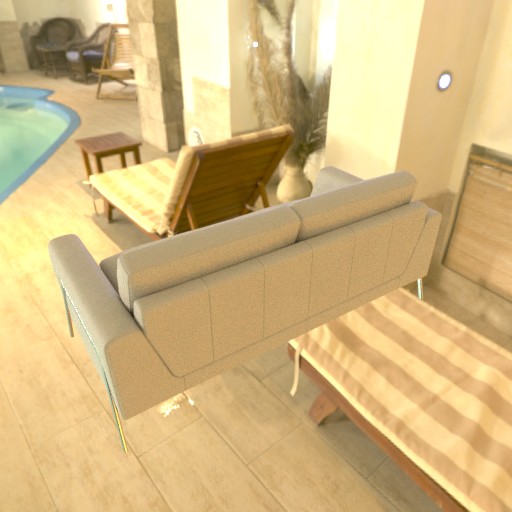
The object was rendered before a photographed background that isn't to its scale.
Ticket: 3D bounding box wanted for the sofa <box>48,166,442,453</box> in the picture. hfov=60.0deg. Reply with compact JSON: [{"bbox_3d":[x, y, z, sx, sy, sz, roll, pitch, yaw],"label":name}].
[{"bbox_3d":[0.000,0.000,2.531,2.017,0.875,0.953,-19,37,-28],"label":"sofa"}]
